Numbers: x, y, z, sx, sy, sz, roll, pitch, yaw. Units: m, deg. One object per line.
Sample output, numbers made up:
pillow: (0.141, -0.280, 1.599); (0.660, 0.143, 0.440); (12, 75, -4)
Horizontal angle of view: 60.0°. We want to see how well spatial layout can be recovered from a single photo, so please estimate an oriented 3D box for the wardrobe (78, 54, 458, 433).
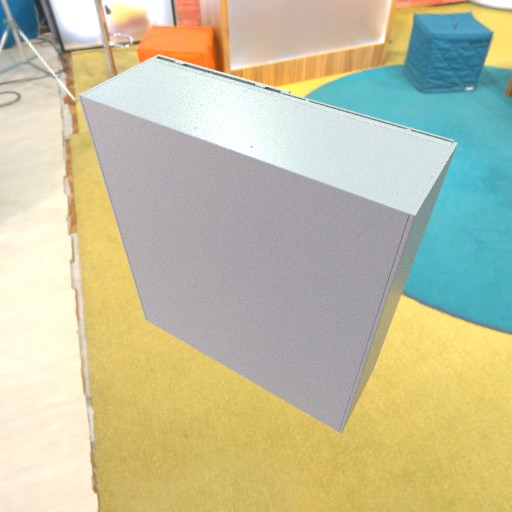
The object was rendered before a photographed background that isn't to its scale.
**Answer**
wardrobe: (0.000, 0.000, 2.840); (1.780, 1.960, 0.629); (24, 51, 22)
